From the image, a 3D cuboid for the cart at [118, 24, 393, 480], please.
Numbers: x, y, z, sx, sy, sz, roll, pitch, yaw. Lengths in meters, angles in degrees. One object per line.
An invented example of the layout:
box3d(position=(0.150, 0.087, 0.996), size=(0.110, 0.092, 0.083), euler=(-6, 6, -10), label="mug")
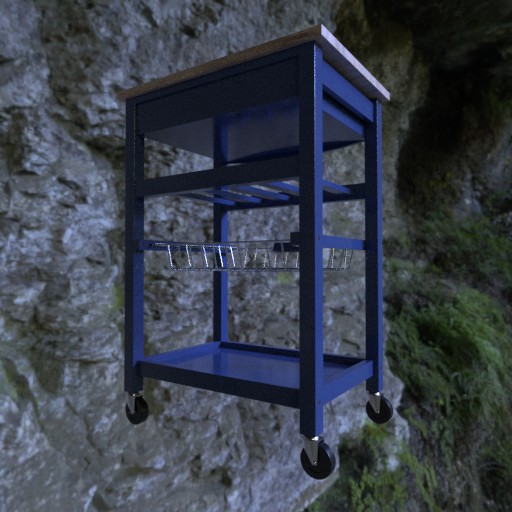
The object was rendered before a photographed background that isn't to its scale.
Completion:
box3d(position=(0.000, 0.000, 1.128), size=(0.584, 0.839, 0.403), euler=(-1, -1, 34), label="cart")
